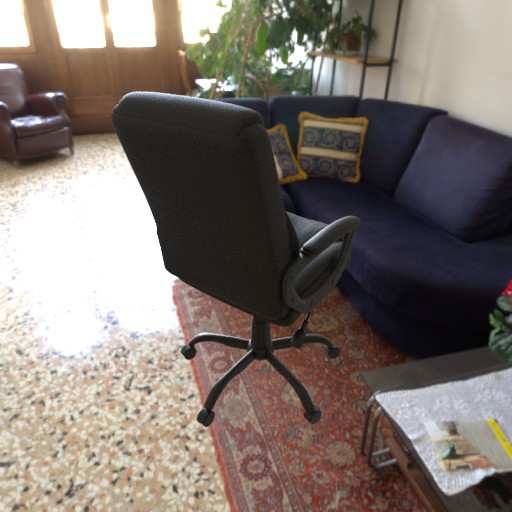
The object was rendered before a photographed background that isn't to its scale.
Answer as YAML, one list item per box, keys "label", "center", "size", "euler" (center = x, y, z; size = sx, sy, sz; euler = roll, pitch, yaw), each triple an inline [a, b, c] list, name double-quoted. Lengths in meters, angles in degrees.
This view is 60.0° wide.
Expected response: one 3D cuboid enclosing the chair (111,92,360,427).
- label: "chair"
  center: [0.000, 0.000, 1.465]
  size: [0.615, 1.072, 0.655]
  euler: [21, 35, 32]
